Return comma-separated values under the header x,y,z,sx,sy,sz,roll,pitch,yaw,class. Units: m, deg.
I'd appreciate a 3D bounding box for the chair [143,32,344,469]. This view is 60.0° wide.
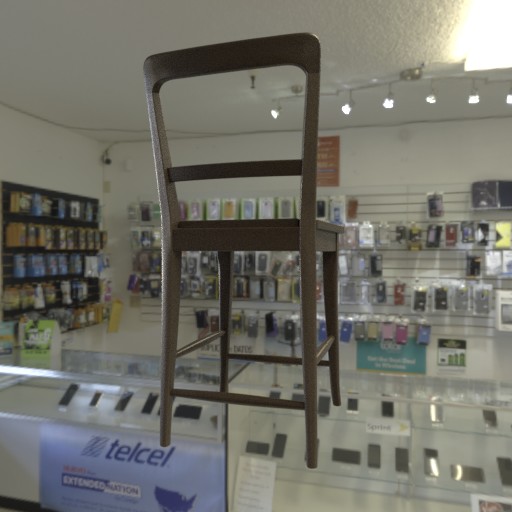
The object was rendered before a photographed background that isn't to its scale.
x,y,z,sx,sy,sz,roll,pitch,yaw,class
0.000,0.000,1.270,0.450,0.991,0.546,0,1,17,chair
